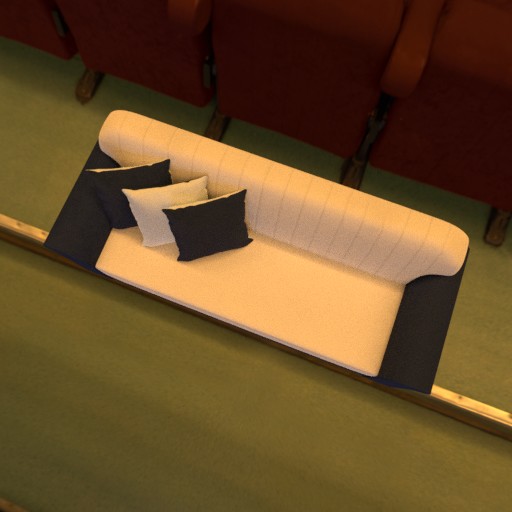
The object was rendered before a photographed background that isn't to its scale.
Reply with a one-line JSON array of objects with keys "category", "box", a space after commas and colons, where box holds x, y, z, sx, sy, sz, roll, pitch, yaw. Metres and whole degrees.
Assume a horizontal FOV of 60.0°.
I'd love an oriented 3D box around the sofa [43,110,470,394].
[{"category": "sofa", "box": [0.000, 0.000, 2.371, 2.006, 0.789, 0.749, 20, 77, 5]}]
